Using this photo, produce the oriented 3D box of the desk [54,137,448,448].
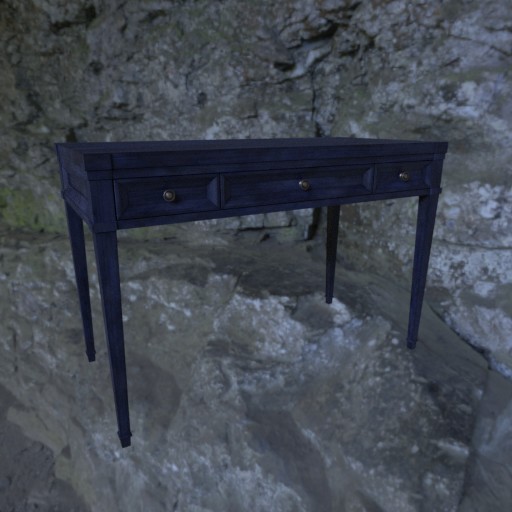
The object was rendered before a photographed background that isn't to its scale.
[{"bbox_3d":[0.000,0.000,1.732,1.289,0.861,0.630,-9,19,-28],"label":"desk"}]
